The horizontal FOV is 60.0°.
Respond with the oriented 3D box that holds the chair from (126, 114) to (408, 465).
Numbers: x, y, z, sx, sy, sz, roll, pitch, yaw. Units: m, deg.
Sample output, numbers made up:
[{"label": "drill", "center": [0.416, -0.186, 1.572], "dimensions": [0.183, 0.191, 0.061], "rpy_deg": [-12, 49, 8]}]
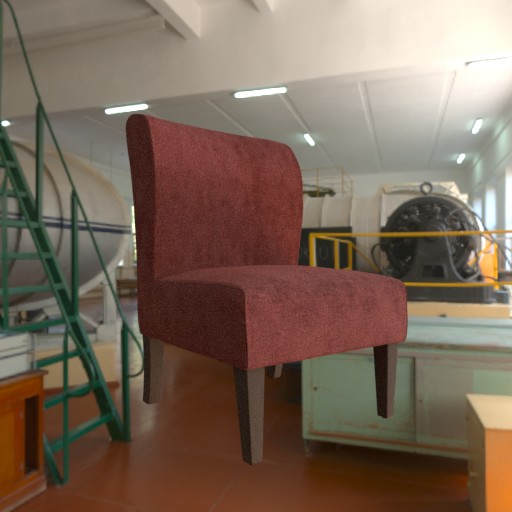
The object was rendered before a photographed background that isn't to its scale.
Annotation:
[{"label": "chair", "center": [0.000, 0.000, 1.244], "dimensions": [0.538, 0.846, 0.640], "rpy_deg": [0, 0, -37]}]
